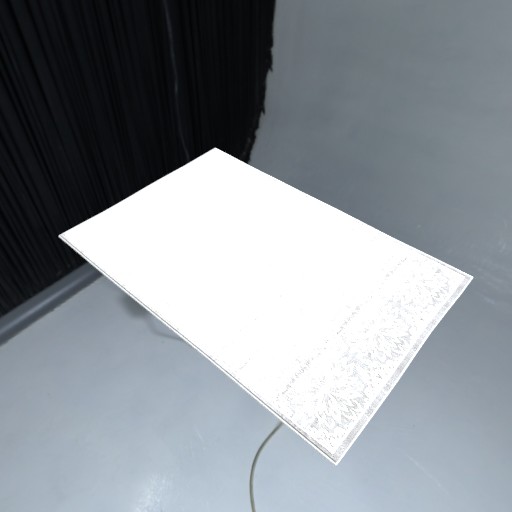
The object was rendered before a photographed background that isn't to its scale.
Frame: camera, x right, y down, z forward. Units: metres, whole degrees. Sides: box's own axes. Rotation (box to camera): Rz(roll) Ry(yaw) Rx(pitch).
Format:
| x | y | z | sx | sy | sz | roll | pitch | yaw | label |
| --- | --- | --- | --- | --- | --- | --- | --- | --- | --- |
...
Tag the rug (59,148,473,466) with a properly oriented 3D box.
| x | y | z | sx | sy | sz | roll | pitch | yaw | label |
| --- | --- | --- | --- | --- | --- | --- | --- | --- | --- |
| 0.000 | 0.000 | 3.484 | 2.746 | 0.018 | 1.819 | 32 | 53 | 28 | rug |
